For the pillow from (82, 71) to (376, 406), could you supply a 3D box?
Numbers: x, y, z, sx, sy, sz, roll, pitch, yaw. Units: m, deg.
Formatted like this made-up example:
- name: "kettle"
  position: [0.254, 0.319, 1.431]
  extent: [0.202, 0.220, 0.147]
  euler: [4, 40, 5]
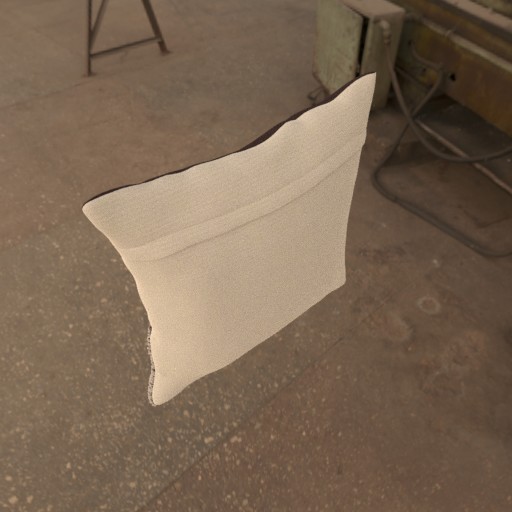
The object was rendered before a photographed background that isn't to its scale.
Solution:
- name: "pillow"
  position: [0.000, 0.000, 0.722]
  extent: [0.475, 0.473, 0.178]
  euler: [-31, 54, -26]
